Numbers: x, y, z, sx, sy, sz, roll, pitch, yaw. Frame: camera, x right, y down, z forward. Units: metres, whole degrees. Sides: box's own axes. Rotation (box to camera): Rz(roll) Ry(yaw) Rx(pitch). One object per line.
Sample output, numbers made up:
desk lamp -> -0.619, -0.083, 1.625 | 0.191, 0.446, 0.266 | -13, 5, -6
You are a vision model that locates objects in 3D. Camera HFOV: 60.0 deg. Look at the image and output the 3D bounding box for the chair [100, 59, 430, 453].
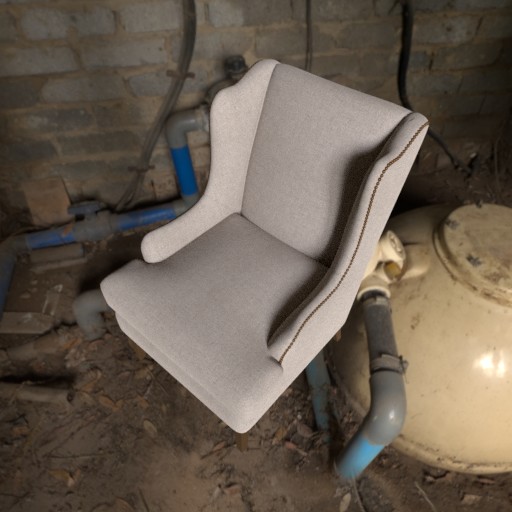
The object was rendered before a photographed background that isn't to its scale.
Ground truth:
chair -> 0.000, 0.000, 1.655 | 0.737, 1.029, 0.940 | 32, 55, 26
